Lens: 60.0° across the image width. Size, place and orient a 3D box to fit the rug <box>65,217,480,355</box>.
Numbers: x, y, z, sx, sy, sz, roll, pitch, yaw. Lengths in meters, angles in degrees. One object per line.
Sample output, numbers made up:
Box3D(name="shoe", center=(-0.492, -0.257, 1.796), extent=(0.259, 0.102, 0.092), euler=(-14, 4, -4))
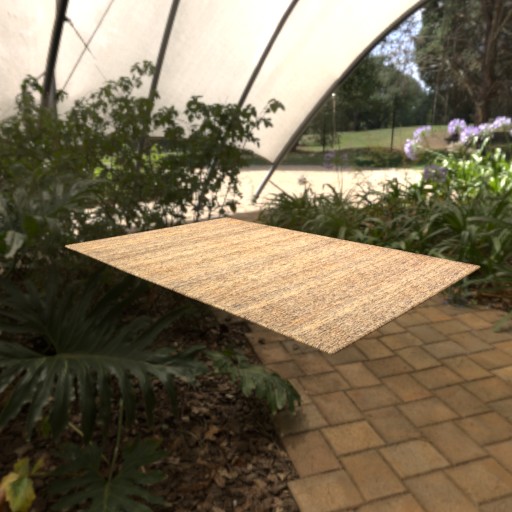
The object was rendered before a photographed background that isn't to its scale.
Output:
Box3D(name="rug", center=(0.000, 0.000, 2.335), extent=(1.846, 0.014, 1.243), euler=(15, 21, 42))
